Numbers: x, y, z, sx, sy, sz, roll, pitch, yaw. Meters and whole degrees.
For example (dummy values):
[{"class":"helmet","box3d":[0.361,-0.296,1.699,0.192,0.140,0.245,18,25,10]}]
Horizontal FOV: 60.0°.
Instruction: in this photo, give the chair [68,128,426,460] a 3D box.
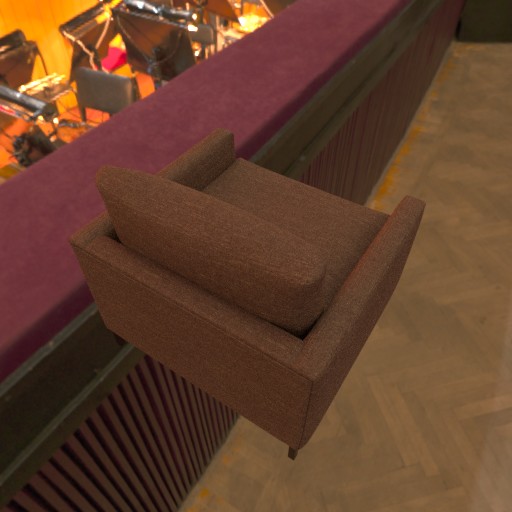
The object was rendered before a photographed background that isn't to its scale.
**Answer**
[{"class":"chair","box3d":[0.000,0.000,1.627,0.940,0.841,0.845,26,51,22]}]
